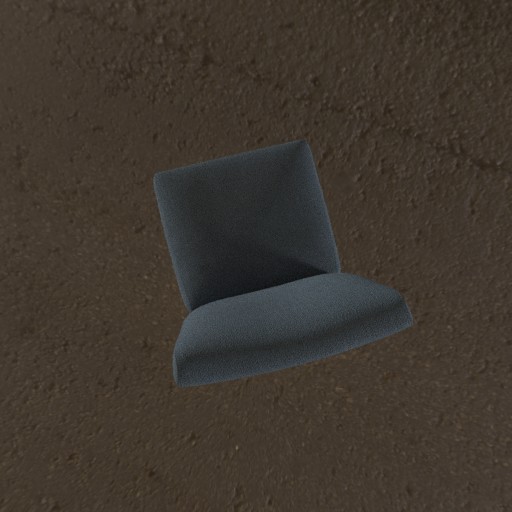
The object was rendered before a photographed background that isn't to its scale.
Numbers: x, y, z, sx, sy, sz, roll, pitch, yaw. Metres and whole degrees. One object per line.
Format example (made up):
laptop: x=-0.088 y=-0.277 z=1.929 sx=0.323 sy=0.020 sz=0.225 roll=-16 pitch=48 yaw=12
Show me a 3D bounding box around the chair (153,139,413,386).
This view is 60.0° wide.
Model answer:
chair: x=0.000 y=0.000 z=1.257 sx=0.487 sy=0.882 sz=0.629 roll=-14 pitch=76 yaw=-4
